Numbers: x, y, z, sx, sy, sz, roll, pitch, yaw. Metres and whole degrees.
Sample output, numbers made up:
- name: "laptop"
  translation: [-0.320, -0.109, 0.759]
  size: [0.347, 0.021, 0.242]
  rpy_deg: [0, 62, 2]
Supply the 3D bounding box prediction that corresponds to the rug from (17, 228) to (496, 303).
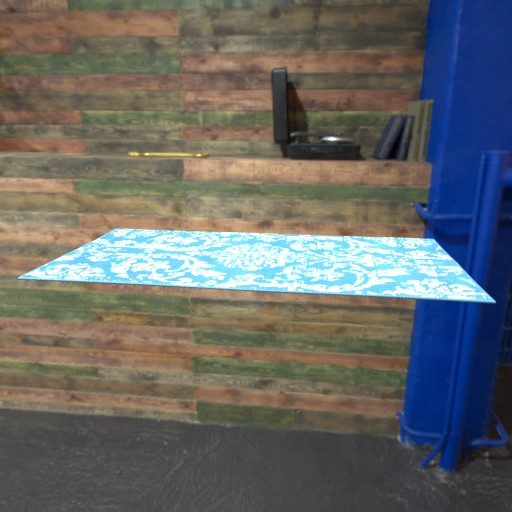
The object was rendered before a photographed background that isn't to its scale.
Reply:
- name: "rug"
  translation: [0.000, 0.000, 1.403]
  size: [1.219, 0.007, 0.604]
  rpy_deg: [2, 17, 8]
